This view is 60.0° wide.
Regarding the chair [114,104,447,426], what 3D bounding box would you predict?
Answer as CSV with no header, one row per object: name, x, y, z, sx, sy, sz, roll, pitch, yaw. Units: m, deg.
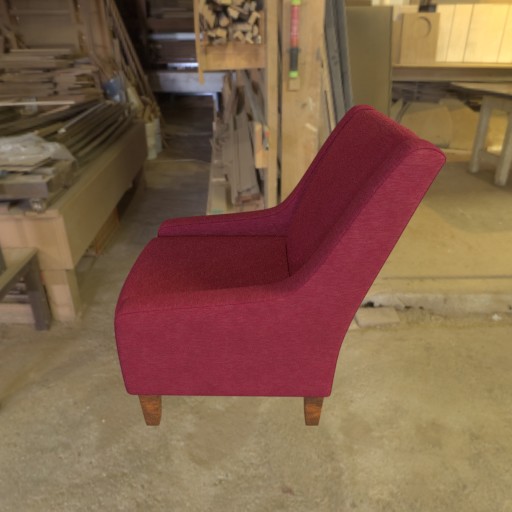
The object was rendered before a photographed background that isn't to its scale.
chair,0.000,0.000,1.686,0.985,1.017,0.793,0,26,0
